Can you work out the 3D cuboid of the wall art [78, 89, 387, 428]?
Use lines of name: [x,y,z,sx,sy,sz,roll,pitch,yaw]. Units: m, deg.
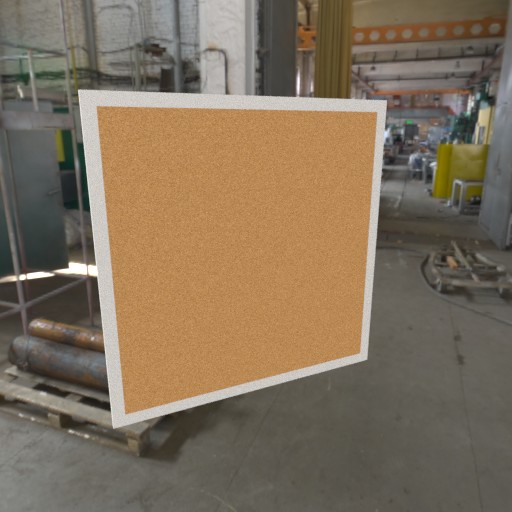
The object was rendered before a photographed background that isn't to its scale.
wall art: [0.000,0.000,0.821,0.558,0.559,0.009,-8,18,-25]
